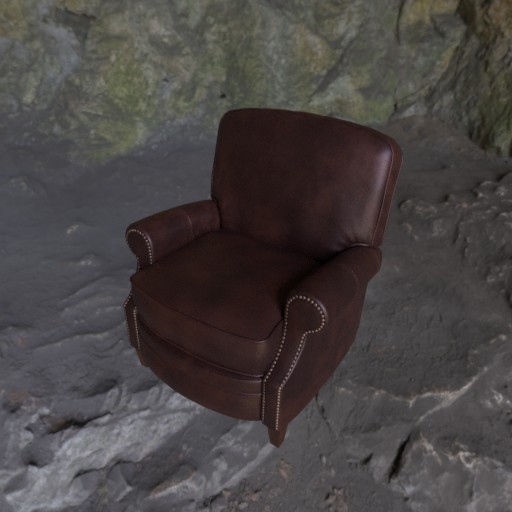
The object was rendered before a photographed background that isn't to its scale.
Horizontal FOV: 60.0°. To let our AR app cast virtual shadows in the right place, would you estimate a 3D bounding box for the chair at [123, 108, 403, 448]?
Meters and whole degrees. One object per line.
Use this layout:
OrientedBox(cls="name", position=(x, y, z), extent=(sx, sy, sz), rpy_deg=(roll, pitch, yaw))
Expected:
OrientedBox(cls="chair", position=(0.000, 0.000, 1.802), extent=(0.936, 1.018, 0.986), rpy_deg=(20, 37, 30))
